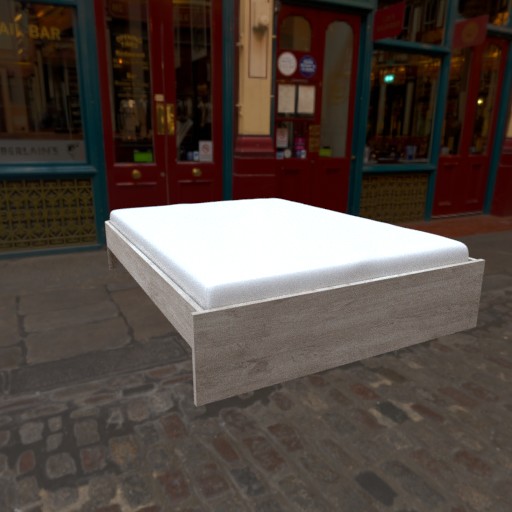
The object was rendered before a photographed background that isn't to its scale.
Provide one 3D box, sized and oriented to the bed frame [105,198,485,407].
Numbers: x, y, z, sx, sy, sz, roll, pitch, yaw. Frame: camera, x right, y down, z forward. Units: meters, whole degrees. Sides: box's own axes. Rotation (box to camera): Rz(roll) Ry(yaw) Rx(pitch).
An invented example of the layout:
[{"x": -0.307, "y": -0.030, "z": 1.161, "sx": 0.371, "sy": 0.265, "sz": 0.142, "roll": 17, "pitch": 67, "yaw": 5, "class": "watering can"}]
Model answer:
[{"x": 0.000, "y": 0.000, "z": 2.682, "sx": 1.490, "sy": 0.462, "sz": 1.950, "roll": -8, "pitch": 17, "yaw": -26, "class": "bed frame"}]
